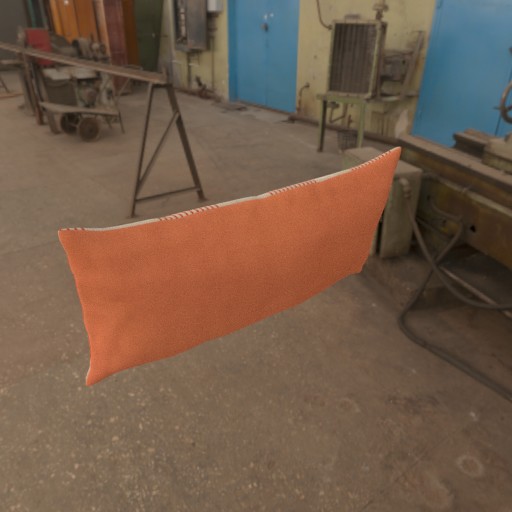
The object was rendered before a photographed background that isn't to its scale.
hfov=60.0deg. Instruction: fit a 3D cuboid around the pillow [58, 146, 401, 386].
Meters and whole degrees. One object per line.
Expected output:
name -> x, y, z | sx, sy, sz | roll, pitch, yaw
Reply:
pillow -> 0.000, 0.000, 0.752 | 0.608, 0.292, 0.156 | -19, 34, -30
